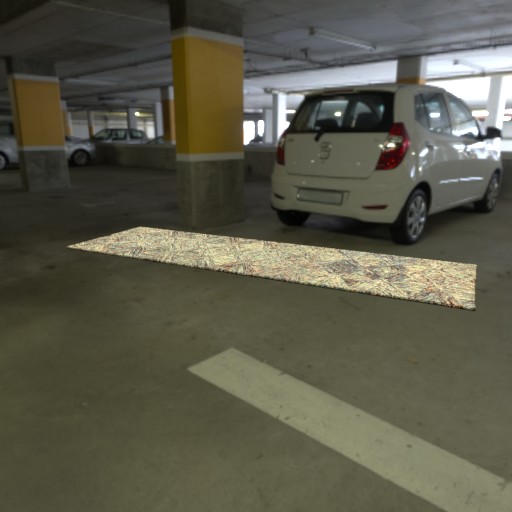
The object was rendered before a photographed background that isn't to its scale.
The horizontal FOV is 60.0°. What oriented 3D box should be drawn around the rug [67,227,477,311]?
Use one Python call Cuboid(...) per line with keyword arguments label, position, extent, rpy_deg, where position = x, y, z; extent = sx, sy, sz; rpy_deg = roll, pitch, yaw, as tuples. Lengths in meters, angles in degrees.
Cuboid(label="rug", position=(0.000, 0.000, 2.553), extent=(2.292, 0.015, 0.688), rpy_deg=(7, 17, 25))
